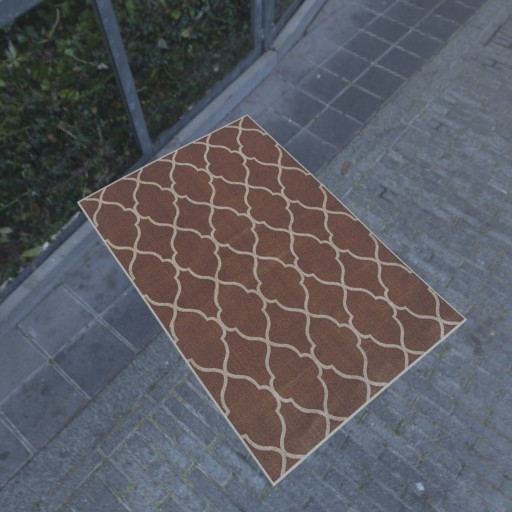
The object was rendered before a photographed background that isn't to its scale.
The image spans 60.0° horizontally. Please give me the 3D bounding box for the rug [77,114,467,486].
[{"bbox_3d":[0.000,0.000,2.960,1.528,0.014,2.294,-33,64,-18],"label":"rug"}]
